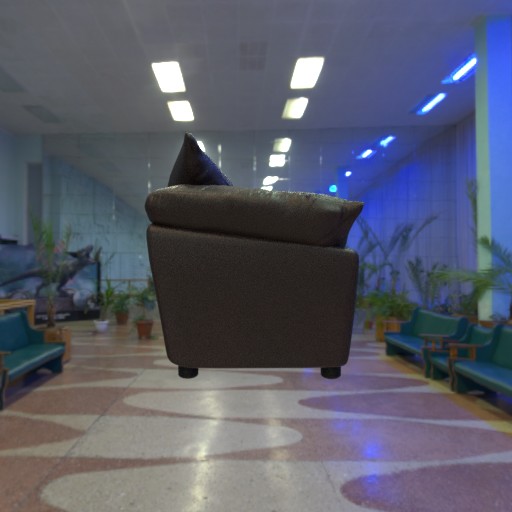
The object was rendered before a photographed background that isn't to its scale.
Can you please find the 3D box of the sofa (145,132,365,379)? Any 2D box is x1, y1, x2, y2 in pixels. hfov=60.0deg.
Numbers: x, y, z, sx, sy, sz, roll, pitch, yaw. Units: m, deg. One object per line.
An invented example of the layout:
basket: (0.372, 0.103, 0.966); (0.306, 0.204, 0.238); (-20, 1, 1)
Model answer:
sofa: (0.000, 0.000, 2.891); (0.907, 1.091, 2.390); (0, -1, 1)
